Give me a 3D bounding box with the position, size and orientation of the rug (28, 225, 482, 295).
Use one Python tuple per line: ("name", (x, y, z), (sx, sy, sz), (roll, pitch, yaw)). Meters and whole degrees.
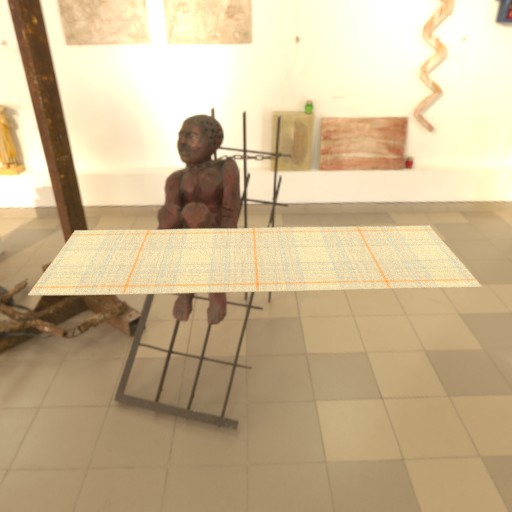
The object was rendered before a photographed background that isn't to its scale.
("rug", (0.000, 0.000, 2.713), (2.442, 0.016, 0.770), (-1, 30, -2))
